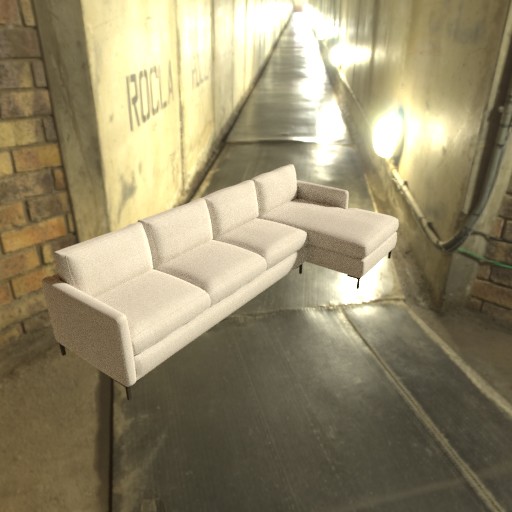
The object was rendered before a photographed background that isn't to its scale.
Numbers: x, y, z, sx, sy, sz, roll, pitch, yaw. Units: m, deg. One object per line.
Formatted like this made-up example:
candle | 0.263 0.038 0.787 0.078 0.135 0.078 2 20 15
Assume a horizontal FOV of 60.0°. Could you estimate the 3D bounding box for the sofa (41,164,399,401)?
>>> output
sofa | 0.000 0.000 3.025 1.126 0.677 2.445 18 32 32
